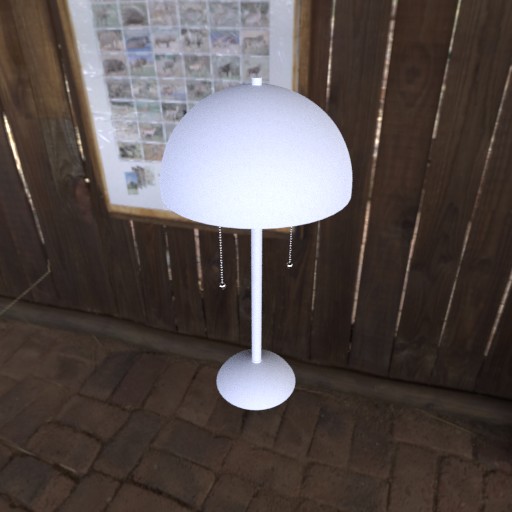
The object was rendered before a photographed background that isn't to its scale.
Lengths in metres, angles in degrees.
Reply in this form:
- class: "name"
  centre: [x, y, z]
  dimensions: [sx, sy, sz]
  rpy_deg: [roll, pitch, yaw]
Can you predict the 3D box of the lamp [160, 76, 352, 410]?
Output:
- class: "lamp"
  centre: [0.000, 0.000, 0.438]
  dimensions: [0.171, 0.330, 0.171]
  rpy_deg: [0, 29, 0]
